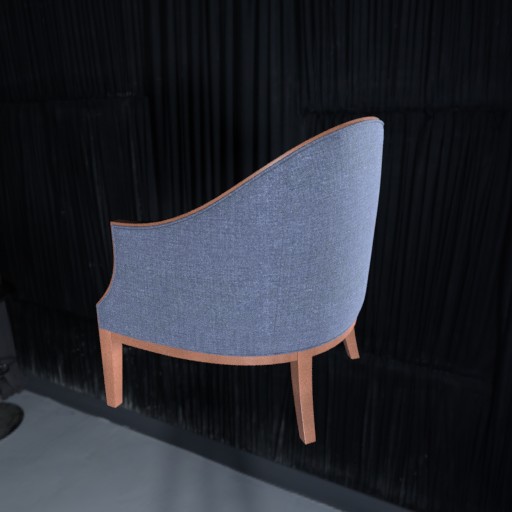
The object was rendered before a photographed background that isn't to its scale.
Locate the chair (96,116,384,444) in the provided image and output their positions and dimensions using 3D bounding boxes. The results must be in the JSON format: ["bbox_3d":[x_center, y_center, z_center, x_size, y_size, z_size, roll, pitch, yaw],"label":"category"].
[{"bbox_3d":[0.000,0.000,1.469,0.735,0.876,0.803,8,18,25],"label":"chair"}]
